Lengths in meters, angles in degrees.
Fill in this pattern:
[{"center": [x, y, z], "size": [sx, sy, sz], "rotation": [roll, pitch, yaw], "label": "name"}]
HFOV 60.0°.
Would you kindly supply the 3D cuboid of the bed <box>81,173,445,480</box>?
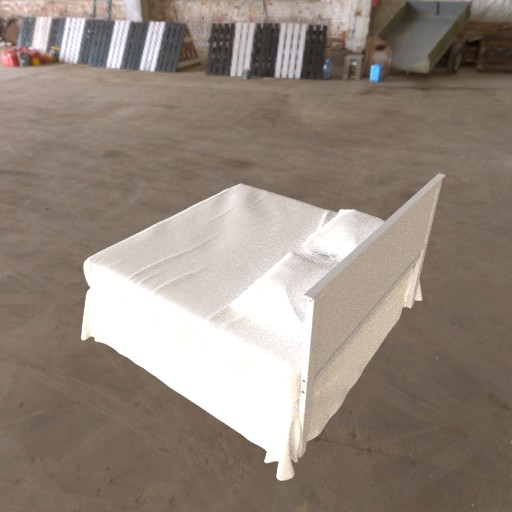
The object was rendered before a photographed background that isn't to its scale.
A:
[{"center": [0.000, 0.000, 3.635], "size": [2.215, 1.273, 2.317], "rotation": [22, 38, 31], "label": "bed"}]
